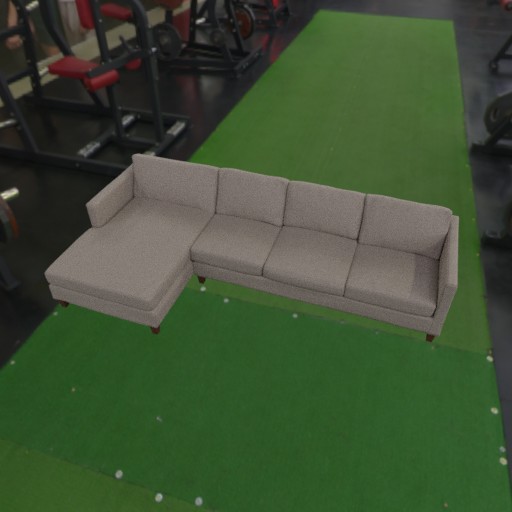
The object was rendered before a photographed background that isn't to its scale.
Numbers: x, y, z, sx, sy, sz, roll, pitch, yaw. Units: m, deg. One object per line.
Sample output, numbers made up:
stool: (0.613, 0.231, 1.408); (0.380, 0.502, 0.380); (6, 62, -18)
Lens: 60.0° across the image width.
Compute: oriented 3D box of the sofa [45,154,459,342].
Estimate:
sofa: (0.000, 0.000, 3.825); (3.186, 0.846, 1.625); (13, 42, 15)
